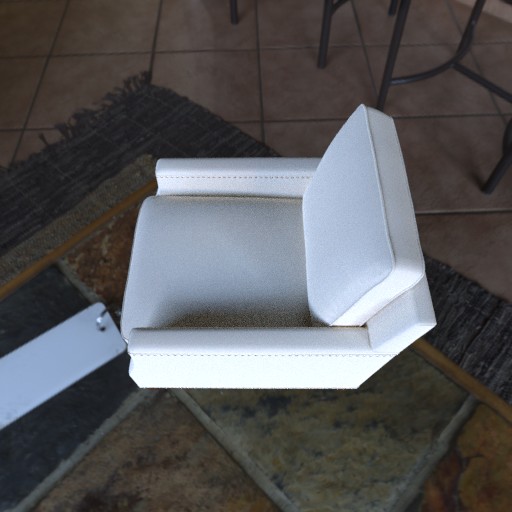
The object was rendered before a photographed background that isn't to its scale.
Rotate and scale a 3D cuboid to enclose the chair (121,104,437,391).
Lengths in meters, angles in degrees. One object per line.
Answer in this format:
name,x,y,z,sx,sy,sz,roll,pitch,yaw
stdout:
chair,0.000,0.000,1.727,1.014,0.943,0.853,0,59,0
